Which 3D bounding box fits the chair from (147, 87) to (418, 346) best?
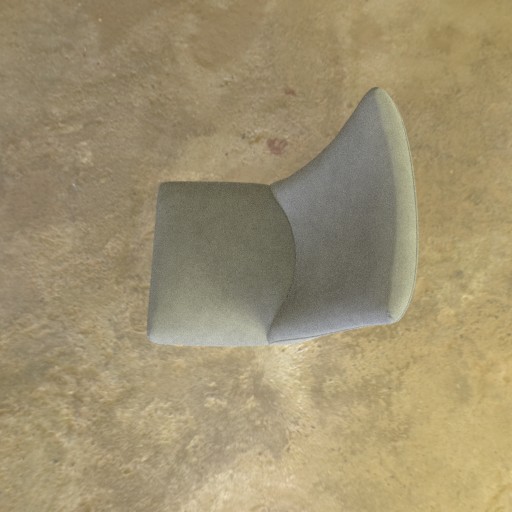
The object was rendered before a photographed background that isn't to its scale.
[{"bbox_3d":[0.000,0.000,1.253,0.610,0.902,0.495,1,75,0],"label":"chair"}]
